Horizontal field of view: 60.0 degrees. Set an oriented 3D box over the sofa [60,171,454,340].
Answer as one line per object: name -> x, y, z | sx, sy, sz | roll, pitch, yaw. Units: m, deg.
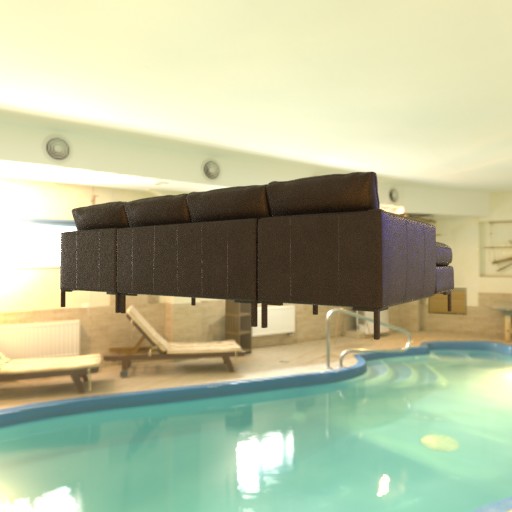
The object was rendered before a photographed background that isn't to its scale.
sofa -> 0.000, 0.000, 3.843 | 2.956, 0.900, 1.939 | -1, -1, 36
